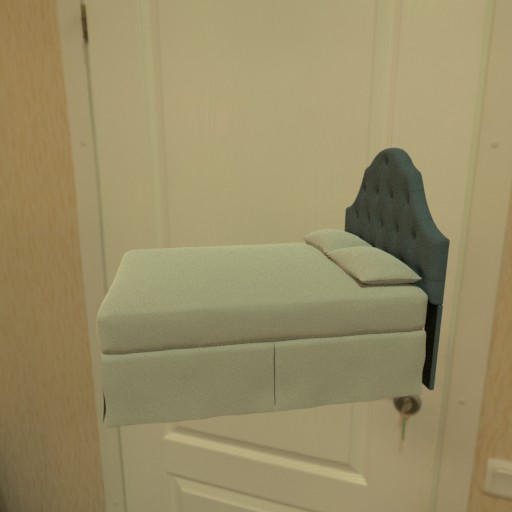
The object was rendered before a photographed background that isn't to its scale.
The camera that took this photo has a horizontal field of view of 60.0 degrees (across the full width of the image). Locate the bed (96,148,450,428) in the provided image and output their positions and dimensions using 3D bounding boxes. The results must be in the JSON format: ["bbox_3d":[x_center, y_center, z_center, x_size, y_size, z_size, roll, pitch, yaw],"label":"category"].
[{"bbox_3d":[0.000,0.000,3.324,2.155,1.575,1.636,-3,14,-10],"label":"bed"}]
